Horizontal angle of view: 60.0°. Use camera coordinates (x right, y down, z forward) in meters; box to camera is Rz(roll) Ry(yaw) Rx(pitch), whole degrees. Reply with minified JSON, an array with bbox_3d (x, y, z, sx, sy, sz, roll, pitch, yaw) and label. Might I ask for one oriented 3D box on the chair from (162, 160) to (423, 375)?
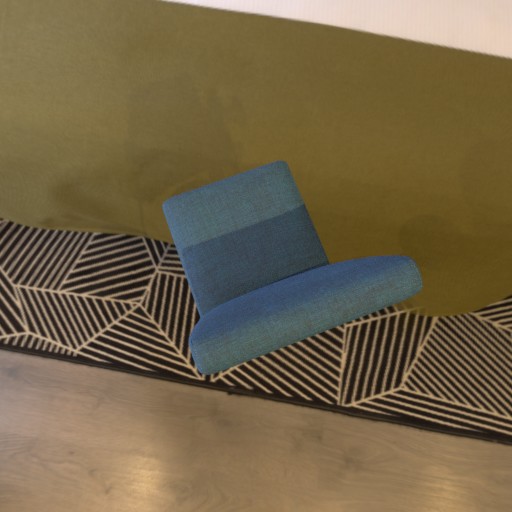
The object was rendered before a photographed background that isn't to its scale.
[{"bbox_3d":[0.000,0.000,1.338,0.450,1.029,0.610,-20,75,-6],"label":"chair"}]
